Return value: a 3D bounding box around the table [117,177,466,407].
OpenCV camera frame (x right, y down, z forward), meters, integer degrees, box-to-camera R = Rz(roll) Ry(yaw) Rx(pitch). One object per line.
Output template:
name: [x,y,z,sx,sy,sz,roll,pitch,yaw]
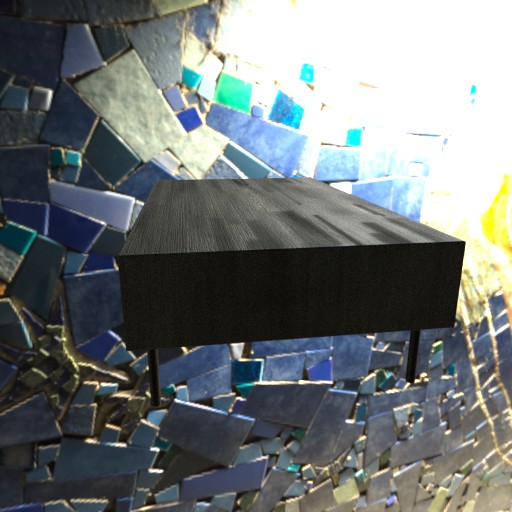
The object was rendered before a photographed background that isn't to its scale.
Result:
table: [0.000,0.000,1.356,0.643,0.347,1.088,-3,17,-8]
